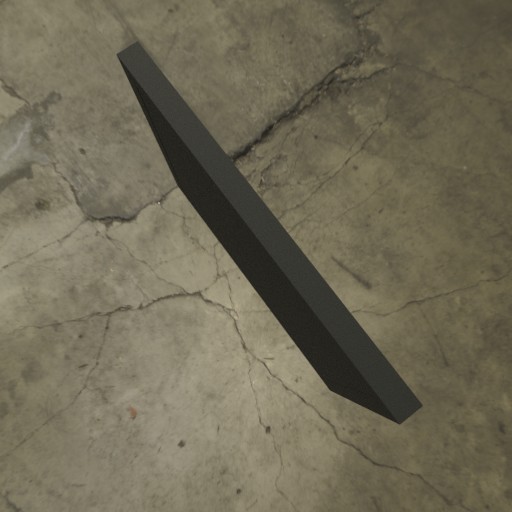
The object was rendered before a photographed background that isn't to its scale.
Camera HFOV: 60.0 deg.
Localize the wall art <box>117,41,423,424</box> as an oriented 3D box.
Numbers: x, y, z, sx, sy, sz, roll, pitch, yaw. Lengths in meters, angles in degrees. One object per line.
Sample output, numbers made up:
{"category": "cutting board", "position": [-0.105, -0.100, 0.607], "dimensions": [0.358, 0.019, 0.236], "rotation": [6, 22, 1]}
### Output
{"category": "wall art", "position": [0.000, 0.000, 0.538], "dimensions": [0.024, 0.329, 0.404], "rotation": [-36, 80, -7]}
